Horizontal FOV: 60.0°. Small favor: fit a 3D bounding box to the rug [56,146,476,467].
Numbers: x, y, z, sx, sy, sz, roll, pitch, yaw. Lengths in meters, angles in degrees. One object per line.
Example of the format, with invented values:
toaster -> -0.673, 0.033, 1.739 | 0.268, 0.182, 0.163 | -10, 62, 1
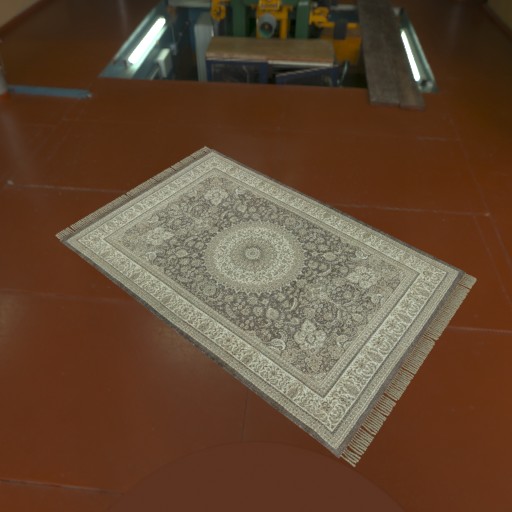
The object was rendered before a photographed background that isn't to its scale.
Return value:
rug -> 0.000, 0.000, 4.186 | 3.422, 0.015, 2.143 | 31, 53, 27
